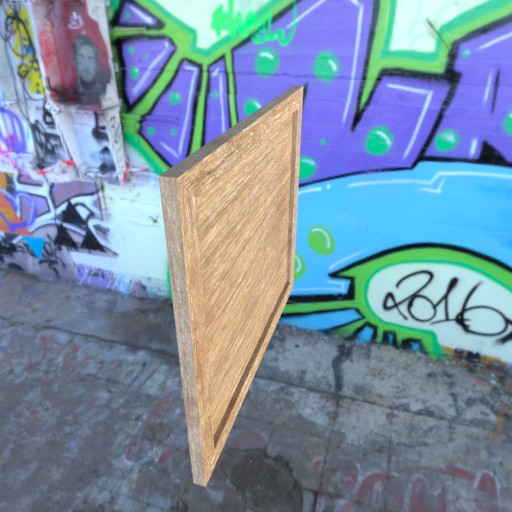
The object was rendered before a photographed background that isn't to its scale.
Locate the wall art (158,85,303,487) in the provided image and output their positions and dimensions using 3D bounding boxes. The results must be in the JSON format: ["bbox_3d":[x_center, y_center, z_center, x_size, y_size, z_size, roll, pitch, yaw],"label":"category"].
[{"bbox_3d":[0.000,0.000,0.949,0.026,0.588,0.690,9,31,15],"label":"wall art"}]
